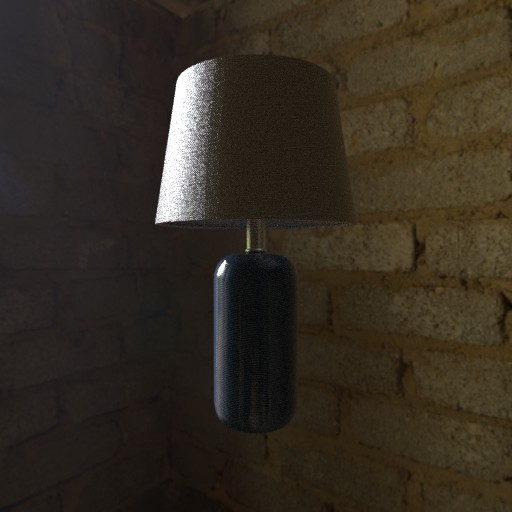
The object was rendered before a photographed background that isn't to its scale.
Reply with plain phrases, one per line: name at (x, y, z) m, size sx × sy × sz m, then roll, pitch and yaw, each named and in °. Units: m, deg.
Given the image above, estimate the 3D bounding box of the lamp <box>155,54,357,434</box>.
lamp at (0.000, 0.000, 0.570) m, size 0.253 × 0.428 × 0.253 m, roll 0°, pitch 1°, yaw 0°
